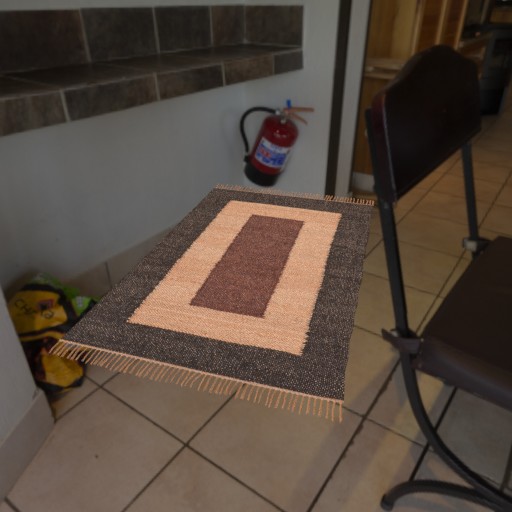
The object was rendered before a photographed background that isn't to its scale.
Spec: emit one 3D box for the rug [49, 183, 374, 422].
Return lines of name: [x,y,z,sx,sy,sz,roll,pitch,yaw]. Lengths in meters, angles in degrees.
rug: [0.000,0.000,1.903,0.920,0.013,1.541,8,31,14]
